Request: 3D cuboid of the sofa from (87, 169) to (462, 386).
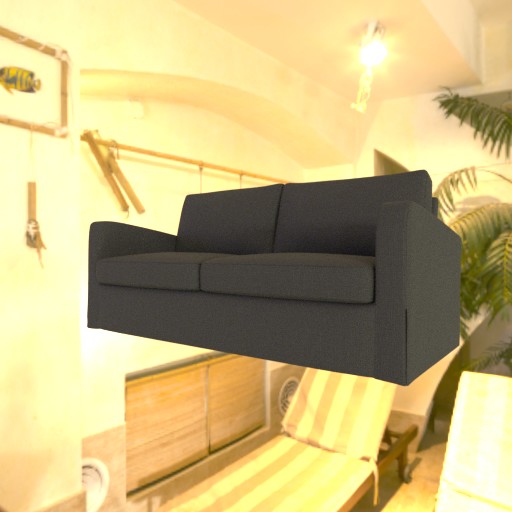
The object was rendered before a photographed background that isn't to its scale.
[{"bbox_3d":[0.000,0.000,2.334,1.852,0.839,0.898,1,1,37],"label":"sofa"}]
